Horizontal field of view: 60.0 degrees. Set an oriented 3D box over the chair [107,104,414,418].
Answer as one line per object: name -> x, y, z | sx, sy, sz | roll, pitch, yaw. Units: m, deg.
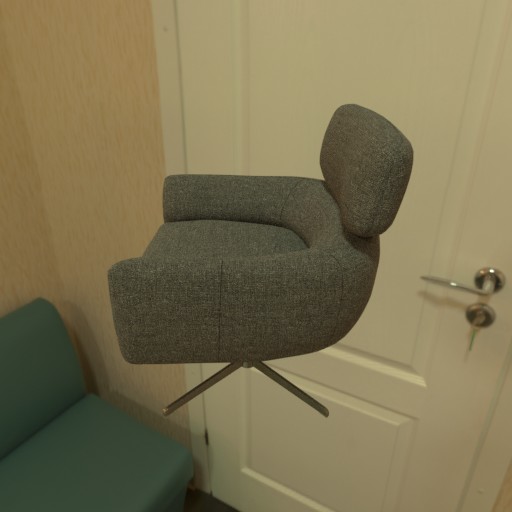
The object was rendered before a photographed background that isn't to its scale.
chair -> 0.000, 0.000, 1.314 | 0.715, 0.812, 0.706 | 0, 27, 0
